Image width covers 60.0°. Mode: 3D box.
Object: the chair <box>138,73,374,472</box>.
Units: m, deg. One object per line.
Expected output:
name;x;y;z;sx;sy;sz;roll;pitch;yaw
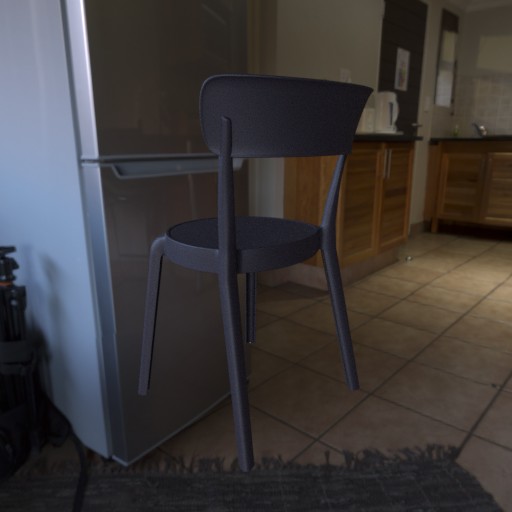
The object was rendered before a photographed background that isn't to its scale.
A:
chair;0.000;0.000;1.115;0.491;0.790;0.506;14;21;42
